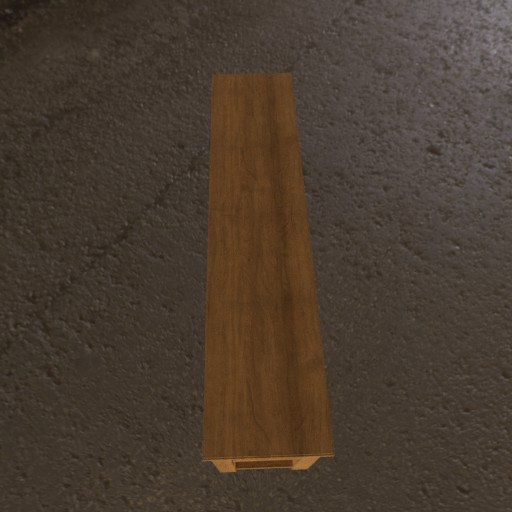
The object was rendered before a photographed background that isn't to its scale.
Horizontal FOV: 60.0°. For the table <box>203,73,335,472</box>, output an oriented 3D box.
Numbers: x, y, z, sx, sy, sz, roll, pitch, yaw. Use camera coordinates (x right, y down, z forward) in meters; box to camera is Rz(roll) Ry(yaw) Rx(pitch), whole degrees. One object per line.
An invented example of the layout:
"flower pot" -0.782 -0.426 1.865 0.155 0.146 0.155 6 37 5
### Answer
"table" 0.000 0.000 2.097 0.425 0.635 1.815 -2 60 -1
